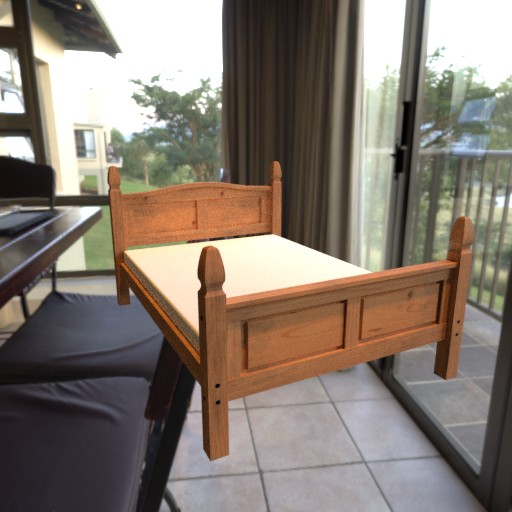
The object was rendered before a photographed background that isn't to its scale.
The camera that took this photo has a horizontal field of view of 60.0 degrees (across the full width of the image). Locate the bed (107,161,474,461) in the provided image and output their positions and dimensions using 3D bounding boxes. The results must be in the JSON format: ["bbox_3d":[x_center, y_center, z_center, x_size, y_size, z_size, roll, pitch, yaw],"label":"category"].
[{"bbox_3d":[0.000,0.000,2.919,1.490,1.100,2.069,-8,17,-26],"label":"bed"}]
